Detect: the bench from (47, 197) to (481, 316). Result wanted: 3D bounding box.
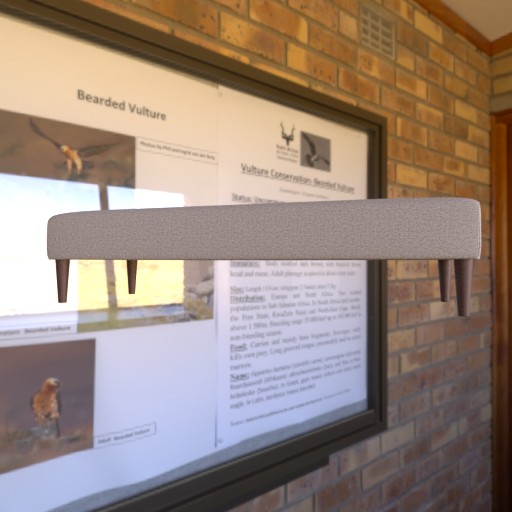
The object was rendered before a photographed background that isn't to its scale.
[{"bbox_3d":[0.000,0.000,1.836,1.598,0.383,0.631,0,-1,17],"label":"bench"}]
